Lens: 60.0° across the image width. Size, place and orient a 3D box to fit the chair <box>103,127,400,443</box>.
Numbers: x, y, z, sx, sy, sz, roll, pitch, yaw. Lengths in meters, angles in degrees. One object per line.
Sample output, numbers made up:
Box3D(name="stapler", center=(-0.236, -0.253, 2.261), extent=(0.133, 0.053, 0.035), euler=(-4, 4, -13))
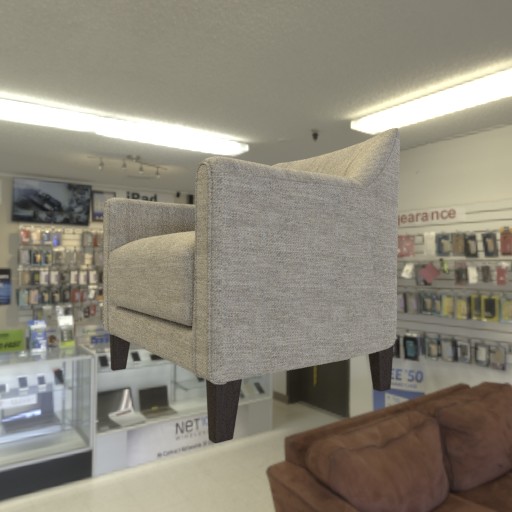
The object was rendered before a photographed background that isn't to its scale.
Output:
Box3D(name="chair", center=(0.000, 0.000, 1.386), extent=(0.758, 0.761, 0.796), euler=(0, -1, -34))
